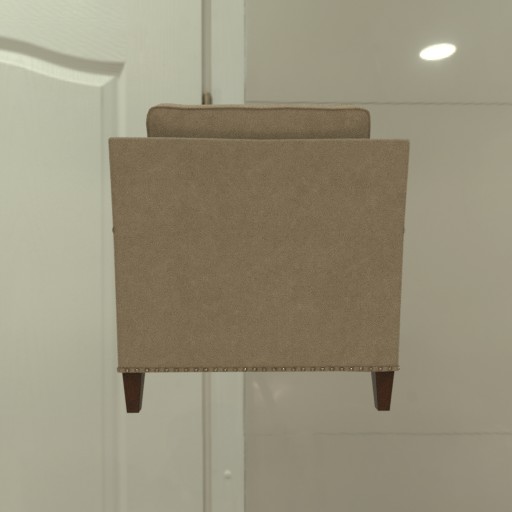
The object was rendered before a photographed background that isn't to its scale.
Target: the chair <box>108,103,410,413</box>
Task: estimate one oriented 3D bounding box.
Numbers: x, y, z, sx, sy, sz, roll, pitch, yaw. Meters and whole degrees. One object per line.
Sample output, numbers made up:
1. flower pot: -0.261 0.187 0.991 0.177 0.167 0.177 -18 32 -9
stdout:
1. chair: 0.000 0.000 1.733 0.853 0.943 1.014 0 0 -1
